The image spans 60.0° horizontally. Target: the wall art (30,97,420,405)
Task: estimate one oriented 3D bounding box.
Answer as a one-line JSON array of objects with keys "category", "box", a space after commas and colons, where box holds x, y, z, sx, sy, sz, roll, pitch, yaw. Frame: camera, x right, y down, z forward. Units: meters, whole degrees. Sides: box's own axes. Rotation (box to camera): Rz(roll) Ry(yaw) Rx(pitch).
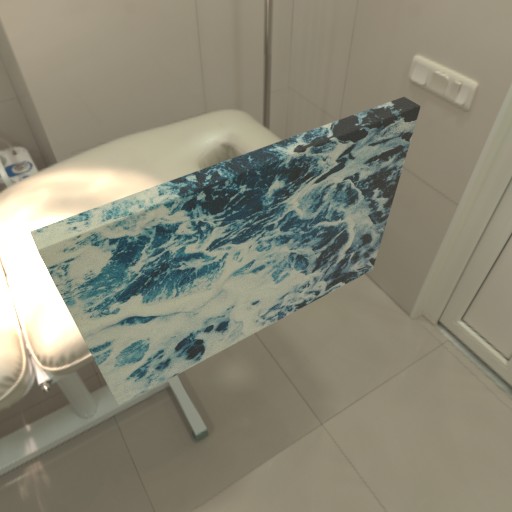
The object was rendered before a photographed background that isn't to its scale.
[{"category": "wall art", "box": [0.000, 0.000, 0.770, 0.609, 0.407, 0.043, -25, 52, -21]}]
